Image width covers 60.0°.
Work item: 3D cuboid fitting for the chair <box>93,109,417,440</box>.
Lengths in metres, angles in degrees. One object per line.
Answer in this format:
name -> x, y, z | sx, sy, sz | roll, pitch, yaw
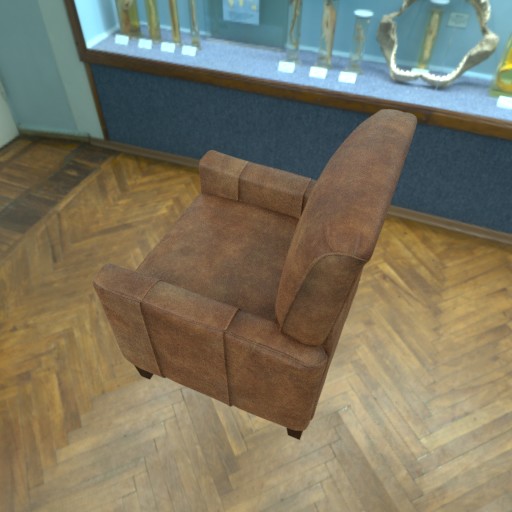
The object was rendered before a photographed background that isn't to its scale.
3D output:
chair -> 0.000, 0.000, 1.636 | 0.836, 1.043, 0.843 | 17, 48, 16
